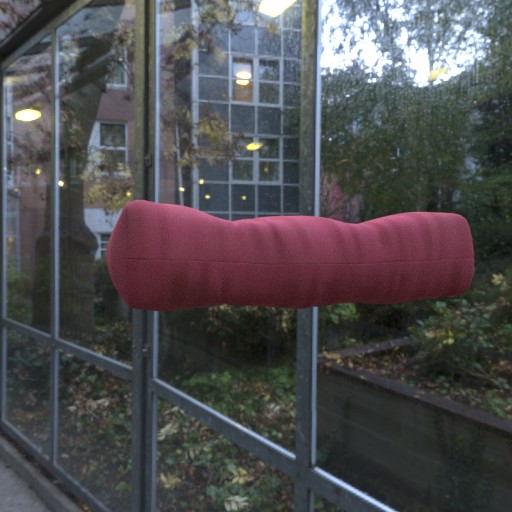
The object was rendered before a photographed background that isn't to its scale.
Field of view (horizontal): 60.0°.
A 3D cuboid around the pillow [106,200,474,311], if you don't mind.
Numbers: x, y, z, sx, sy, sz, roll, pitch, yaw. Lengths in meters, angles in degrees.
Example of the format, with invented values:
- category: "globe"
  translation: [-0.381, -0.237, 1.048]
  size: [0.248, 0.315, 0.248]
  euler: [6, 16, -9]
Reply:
- category: "pillow"
  translation: [0.000, 0.000, 0.732]
  size: [0.468, 0.128, 0.490]
  euler: [0, 1, -19]
